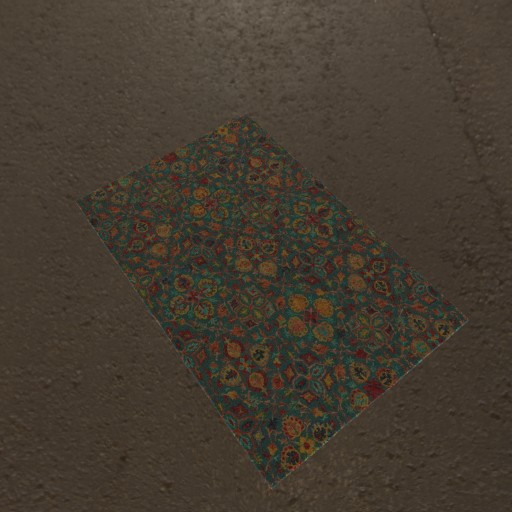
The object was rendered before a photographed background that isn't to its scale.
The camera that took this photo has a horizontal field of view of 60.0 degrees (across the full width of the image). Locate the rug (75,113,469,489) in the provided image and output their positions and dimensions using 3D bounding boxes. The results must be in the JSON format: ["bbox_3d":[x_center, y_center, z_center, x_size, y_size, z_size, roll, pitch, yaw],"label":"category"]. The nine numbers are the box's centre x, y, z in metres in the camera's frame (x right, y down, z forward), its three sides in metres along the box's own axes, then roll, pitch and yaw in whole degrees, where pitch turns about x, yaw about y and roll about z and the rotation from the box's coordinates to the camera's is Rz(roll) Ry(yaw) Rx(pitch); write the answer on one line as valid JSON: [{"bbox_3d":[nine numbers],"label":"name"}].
[{"bbox_3d":[0.000,0.000,2.934,1.527,0.016,2.290,-33,64,-18],"label":"rug"}]
